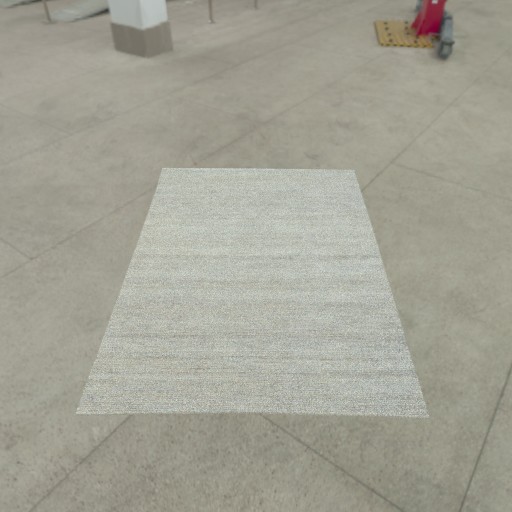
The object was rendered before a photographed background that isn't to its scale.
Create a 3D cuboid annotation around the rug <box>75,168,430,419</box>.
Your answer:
[{"bbox_3d":[0.000,0.000,2.876,1.624,0.030,2.264,1,41,1],"label":"rug"}]
